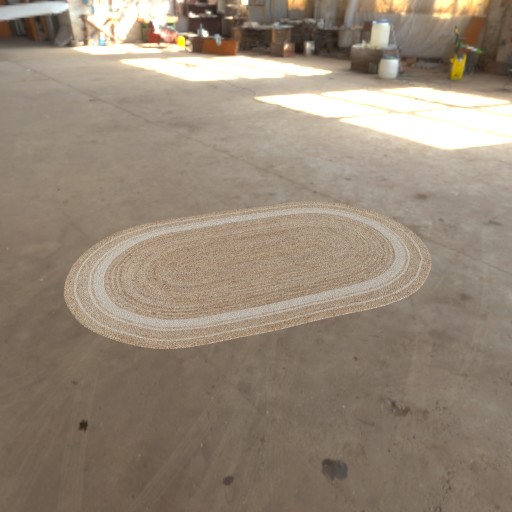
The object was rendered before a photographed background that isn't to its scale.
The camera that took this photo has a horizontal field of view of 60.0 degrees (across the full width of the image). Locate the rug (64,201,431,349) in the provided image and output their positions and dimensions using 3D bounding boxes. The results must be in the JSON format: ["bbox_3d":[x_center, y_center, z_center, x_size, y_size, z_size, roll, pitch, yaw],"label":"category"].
[{"bbox_3d":[0.000,0.000,2.995,2.432,0.006,1.520,-10,32,-16],"label":"rug"}]
